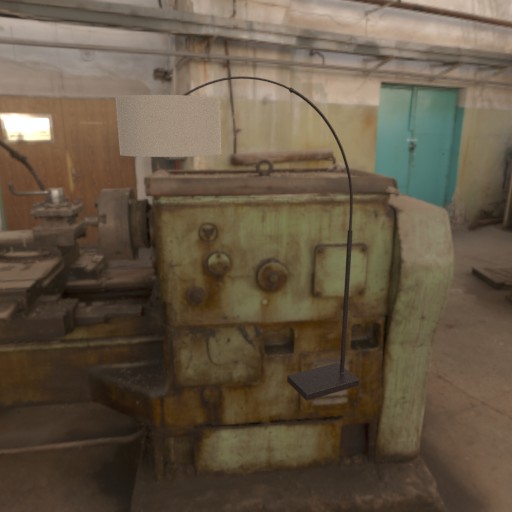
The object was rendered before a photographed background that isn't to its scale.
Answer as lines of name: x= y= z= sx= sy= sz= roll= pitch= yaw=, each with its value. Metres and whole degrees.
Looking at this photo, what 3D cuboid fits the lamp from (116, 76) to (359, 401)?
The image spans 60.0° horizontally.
lamp: x=0.000 y=0.000 z=2.558 sx=1.424 sy=1.927 sz=0.493 roll=-7 pitch=17 yaw=-24
